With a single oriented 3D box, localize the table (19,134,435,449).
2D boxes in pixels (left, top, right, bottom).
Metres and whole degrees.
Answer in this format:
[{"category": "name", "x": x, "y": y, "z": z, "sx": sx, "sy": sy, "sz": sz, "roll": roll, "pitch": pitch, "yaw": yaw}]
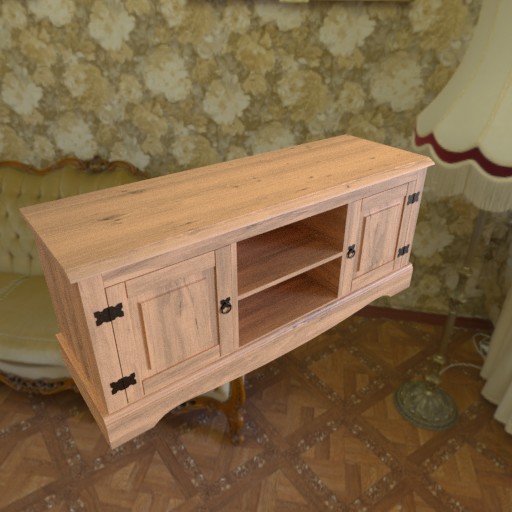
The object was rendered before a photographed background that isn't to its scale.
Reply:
[{"category": "table", "x": 0.000, "y": 0.000, "z": 1.424, "sx": 1.200, "sy": 0.510, "sz": 0.400, "roll": -21, "pitch": 36, "yaw": -32}]
